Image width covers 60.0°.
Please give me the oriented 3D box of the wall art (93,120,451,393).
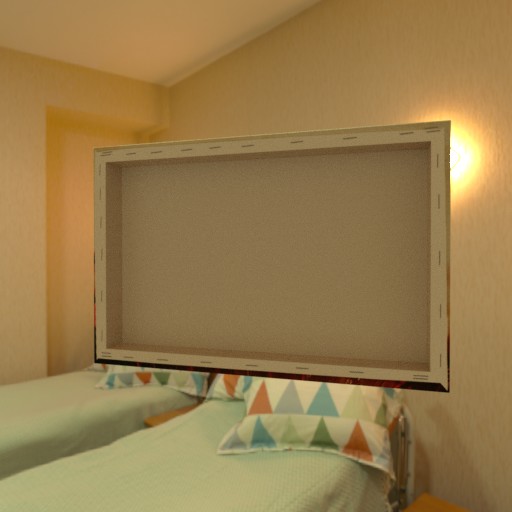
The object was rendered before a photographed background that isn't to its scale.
[{"bbox_3d":[0.000,0.000,0.478,0.383,0.251,0.037,0,1,16],"label":"wall art"}]
